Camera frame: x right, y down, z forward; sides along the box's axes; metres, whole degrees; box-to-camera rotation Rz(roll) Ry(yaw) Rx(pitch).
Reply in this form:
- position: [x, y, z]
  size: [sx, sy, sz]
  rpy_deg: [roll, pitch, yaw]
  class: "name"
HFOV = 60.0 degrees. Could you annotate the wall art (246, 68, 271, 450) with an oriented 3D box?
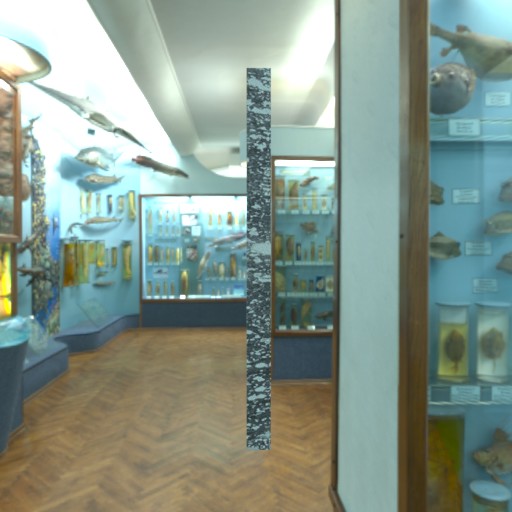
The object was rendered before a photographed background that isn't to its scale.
- position: [0.000, 0.000, 1.153]
  size: [0.038, 0.598, 0.919]
  rpy_deg: [0, 1, -1]
  class: "wall art"
